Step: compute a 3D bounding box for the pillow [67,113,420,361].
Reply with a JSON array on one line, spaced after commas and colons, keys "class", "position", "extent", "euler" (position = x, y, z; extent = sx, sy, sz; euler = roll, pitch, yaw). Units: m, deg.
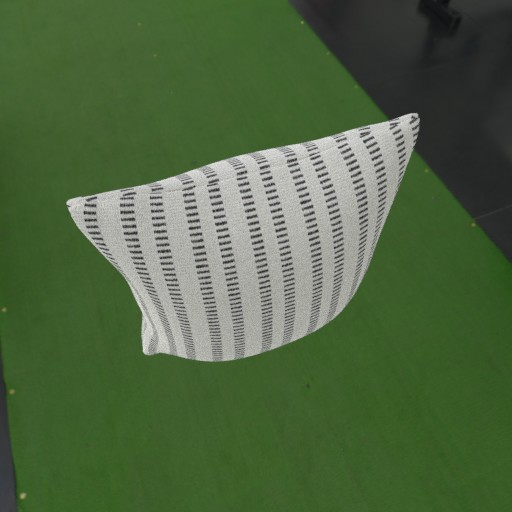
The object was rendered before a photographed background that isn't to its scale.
[{"class": "pillow", "position": [0.000, 0.000, 0.682], "extent": [0.438, 0.419, 0.247], "euler": [-17, 59, -11]}]
